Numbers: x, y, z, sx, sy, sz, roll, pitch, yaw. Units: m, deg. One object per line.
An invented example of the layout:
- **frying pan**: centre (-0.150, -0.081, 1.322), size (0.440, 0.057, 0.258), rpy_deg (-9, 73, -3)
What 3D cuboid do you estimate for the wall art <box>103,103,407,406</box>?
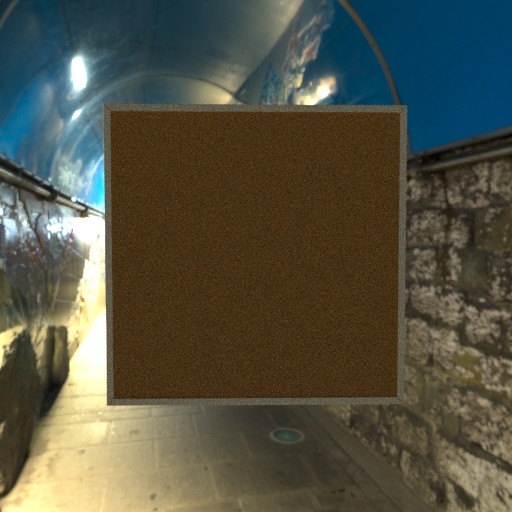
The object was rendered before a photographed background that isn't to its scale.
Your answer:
- **wall art**: centre (0.000, 0.000, 0.767), size (0.508, 0.508, 0.037), rpy_deg (0, 2, -1)
